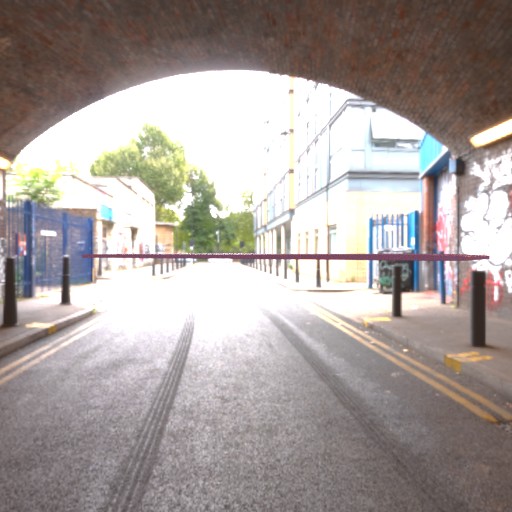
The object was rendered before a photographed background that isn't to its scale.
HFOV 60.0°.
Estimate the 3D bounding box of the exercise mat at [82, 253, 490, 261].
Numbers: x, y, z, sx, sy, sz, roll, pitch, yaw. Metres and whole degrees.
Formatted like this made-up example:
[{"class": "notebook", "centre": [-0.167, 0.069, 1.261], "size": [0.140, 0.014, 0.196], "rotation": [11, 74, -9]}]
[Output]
[{"class": "exercise mat", "centre": [0.000, 0.000, 2.051], "size": [1.869, 0.021, 0.616], "rotation": [0, 0, 35]}]
